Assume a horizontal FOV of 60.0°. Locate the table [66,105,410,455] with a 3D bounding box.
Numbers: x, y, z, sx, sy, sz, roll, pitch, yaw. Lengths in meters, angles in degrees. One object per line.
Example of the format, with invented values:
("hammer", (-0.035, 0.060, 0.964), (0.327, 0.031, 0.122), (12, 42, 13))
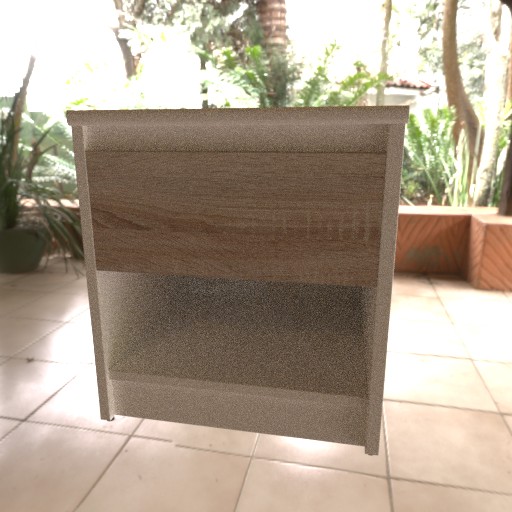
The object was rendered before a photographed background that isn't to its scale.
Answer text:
("table", (0.000, 0.000, 0.763), (0.420, 0.460, 0.380), (3, 15, 11))
